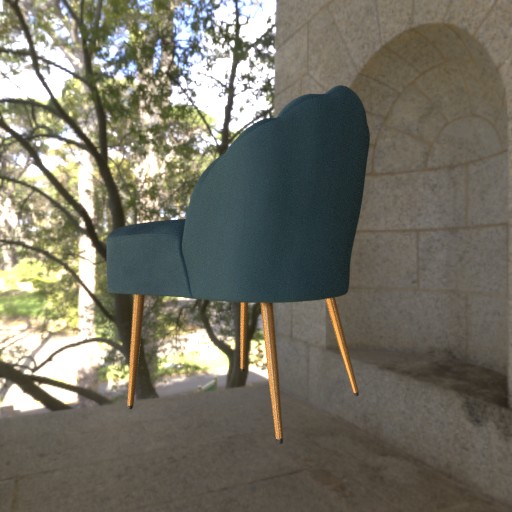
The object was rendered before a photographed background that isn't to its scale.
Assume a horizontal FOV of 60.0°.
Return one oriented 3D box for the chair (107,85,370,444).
[{"bbox_3d":[0.000,0.000,1.256,0.599,0.819,0.657,0,-1,35],"label":"chair"}]
